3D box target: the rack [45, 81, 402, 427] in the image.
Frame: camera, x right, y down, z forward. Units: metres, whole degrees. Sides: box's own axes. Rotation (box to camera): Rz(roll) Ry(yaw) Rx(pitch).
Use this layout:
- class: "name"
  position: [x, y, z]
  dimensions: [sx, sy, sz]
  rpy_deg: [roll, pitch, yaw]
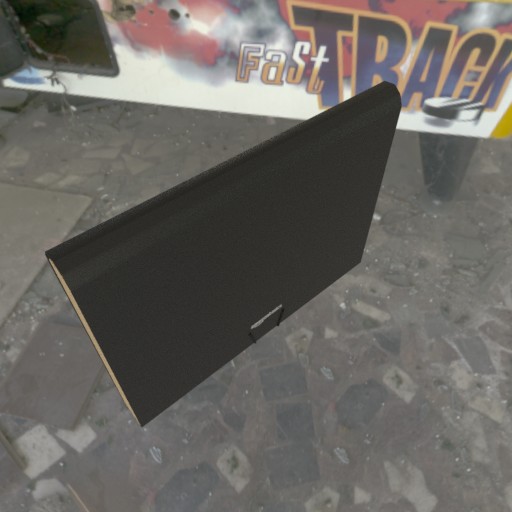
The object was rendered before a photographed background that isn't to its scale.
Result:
- class: "rack"
  position: [0.000, 0.000, 0.430]
  dimensions: [0.330, 0.241, 0.041]
  rpy_deg: [-33, 56, -26]
